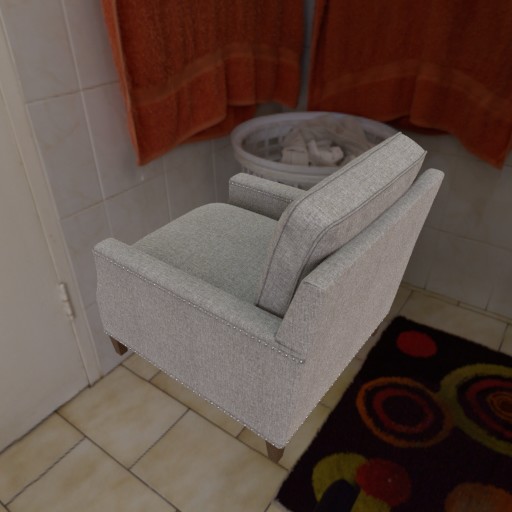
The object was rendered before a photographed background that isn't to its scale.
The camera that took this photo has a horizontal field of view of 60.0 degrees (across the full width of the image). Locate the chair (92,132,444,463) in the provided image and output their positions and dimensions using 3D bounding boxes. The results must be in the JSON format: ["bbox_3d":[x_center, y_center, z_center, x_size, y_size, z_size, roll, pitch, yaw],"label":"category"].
[{"bbox_3d":[0.000,0.000,1.693,1.014,0.943,0.853,23,39,30],"label":"chair"}]
